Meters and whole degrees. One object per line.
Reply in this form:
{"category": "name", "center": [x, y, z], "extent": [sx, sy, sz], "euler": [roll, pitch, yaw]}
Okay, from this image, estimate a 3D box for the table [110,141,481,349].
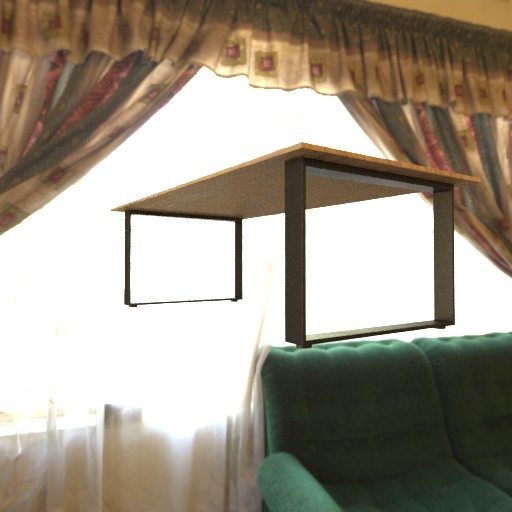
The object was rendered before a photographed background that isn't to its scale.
{"category": "table", "center": [0.000, 0.000, 1.650], "extent": [0.693, 0.445, 1.331], "euler": [1, -1, -35]}
